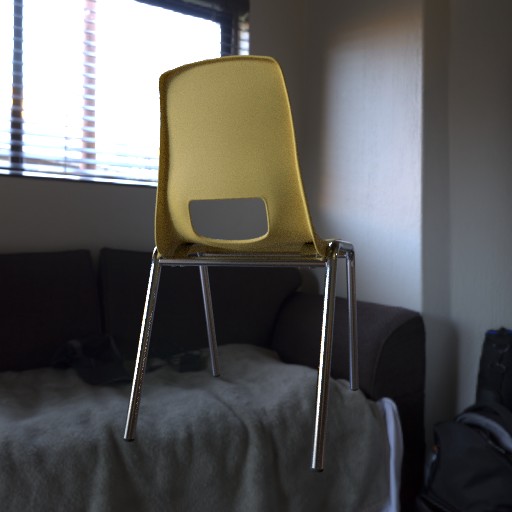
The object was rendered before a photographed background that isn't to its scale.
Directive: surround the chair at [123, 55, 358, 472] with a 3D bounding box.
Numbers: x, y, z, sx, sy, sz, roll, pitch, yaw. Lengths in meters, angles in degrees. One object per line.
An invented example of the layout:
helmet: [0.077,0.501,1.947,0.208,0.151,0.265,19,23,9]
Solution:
chair: [0.000,0.000,0.922,0.381,0.653,0.436,0,1,18]
